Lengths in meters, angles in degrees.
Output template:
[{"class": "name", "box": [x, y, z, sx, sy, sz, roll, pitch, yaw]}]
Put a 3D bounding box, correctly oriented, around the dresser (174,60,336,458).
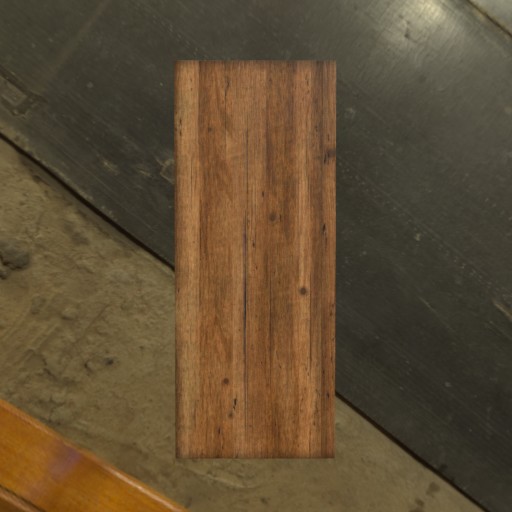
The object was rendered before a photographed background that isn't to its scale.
[{"class": "dresser", "box": [0.000, 0.000, 1.866, 0.438, 1.359, 1.067, 0, 91, 0]}]
